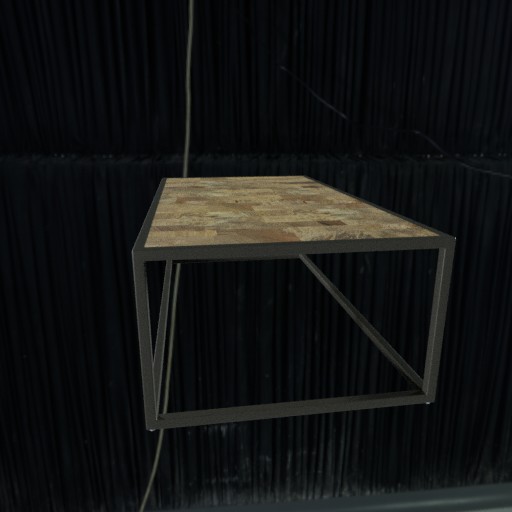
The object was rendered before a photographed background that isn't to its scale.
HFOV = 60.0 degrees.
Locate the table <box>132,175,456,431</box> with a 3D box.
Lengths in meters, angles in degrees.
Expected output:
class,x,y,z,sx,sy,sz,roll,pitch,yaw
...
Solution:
class,x,y,z,sx,sy,sz,roll,pitch,yaw
table,0.000,0.000,1.489,0.649,0.398,1.199,-2,17,-8
